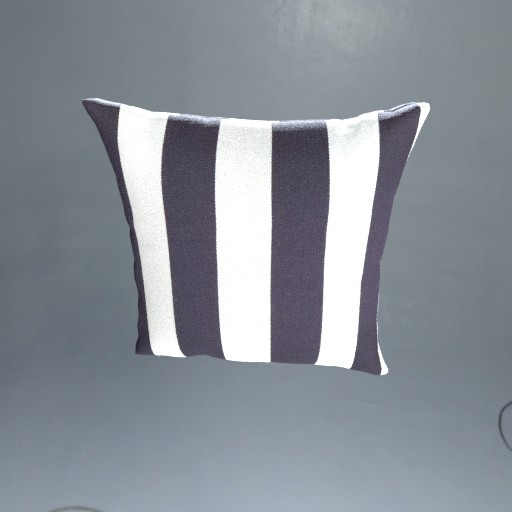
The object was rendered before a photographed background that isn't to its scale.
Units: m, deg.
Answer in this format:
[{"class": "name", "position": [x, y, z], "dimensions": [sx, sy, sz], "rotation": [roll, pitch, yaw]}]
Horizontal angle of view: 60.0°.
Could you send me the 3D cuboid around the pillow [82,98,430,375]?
[{"class": "pillow", "position": [0.000, 0.000, 0.783], "dimensions": [0.536, 0.526, 0.189], "rotation": [2, 30, 4]}]
